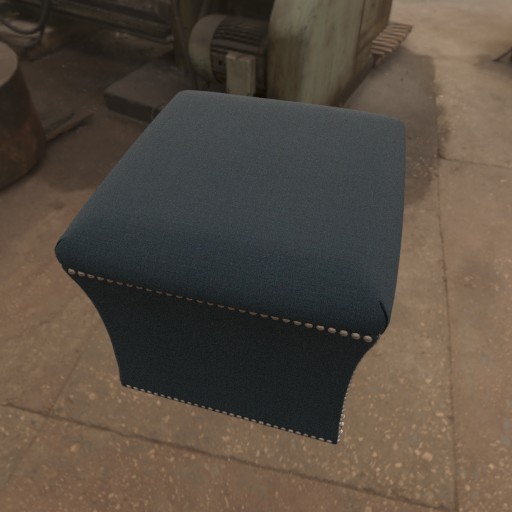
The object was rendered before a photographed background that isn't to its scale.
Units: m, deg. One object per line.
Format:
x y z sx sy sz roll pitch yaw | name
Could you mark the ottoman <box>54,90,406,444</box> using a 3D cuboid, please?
0.000 0.000 0.894 0.497 0.475 0.507 11 48 11 | ottoman
